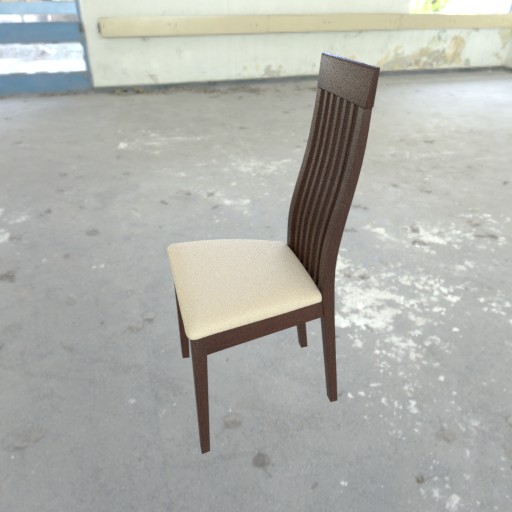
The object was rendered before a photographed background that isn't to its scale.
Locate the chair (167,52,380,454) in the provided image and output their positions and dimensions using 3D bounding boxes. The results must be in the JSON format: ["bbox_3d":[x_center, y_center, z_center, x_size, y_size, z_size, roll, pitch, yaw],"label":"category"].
[{"bbox_3d":[0.000,0.000,1.271,0.474,1.027,0.460,-8,32,-14],"label":"chair"}]
